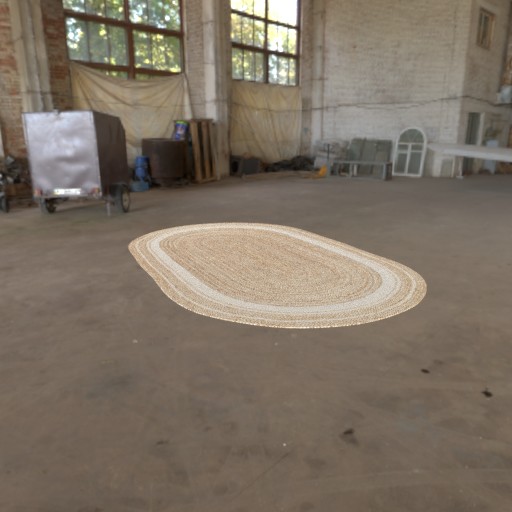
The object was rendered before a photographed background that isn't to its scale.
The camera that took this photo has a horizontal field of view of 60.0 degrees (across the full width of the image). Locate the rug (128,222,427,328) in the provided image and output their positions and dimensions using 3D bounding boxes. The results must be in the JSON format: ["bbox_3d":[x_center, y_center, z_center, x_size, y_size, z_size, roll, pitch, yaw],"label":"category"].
[{"bbox_3d":[0.000,0.000,3.044,1.520,0.006,2.432,-8,17,-26],"label":"rug"}]
